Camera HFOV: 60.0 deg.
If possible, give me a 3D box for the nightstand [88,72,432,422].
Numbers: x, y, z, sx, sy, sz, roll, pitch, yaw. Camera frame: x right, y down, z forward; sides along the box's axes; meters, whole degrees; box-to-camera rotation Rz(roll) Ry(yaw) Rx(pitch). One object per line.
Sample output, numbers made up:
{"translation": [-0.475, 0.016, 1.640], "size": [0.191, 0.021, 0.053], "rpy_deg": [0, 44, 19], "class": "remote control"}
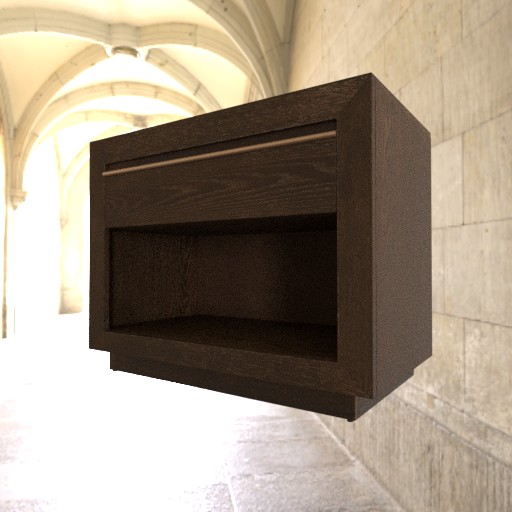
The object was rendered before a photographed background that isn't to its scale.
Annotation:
{"translation": [0.000, 0.000, 1.147], "size": [0.775, 0.612, 0.457], "rpy_deg": [-1, -1, 34], "class": "nightstand"}
